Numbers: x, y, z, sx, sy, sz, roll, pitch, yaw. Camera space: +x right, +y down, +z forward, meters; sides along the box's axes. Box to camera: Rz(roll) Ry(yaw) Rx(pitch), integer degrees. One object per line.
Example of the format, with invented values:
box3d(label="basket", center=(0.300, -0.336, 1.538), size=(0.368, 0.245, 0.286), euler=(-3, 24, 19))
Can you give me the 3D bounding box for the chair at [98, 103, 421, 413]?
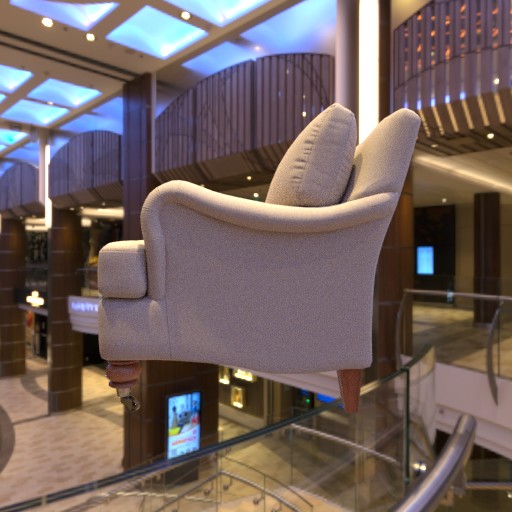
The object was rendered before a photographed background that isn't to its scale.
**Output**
box3d(label="chair", center=(0.000, 0.000, 1.859), size=(1.070, 1.038, 0.955), euler=(0, 0, -1))
